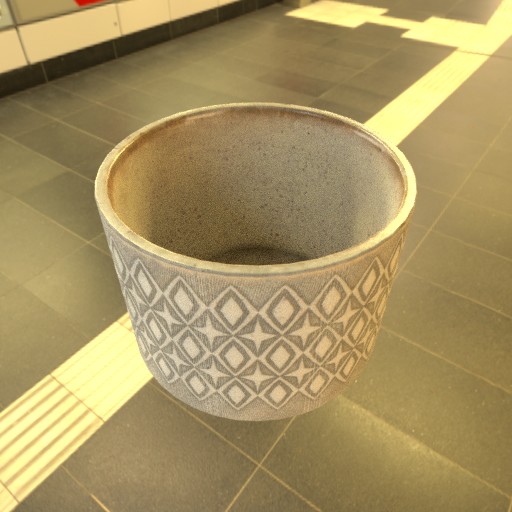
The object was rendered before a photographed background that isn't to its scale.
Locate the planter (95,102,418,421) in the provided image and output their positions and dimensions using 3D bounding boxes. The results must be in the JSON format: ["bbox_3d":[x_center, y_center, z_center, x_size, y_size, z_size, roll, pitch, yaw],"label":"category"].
[{"bbox_3d":[0.000,0.000,0.311,0.186,0.144,0.186,0,42,0],"label":"planter"}]
